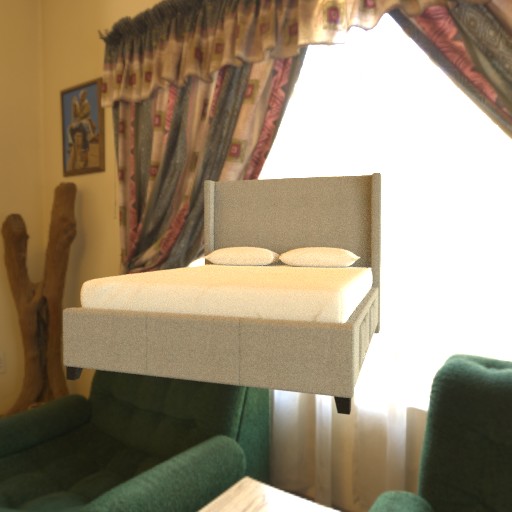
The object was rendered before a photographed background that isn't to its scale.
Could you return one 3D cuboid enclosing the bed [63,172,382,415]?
[{"bbox_3d":[0.000,0.000,3.467,1.774,1.491,2.222,1,2,19],"label":"bed"}]
